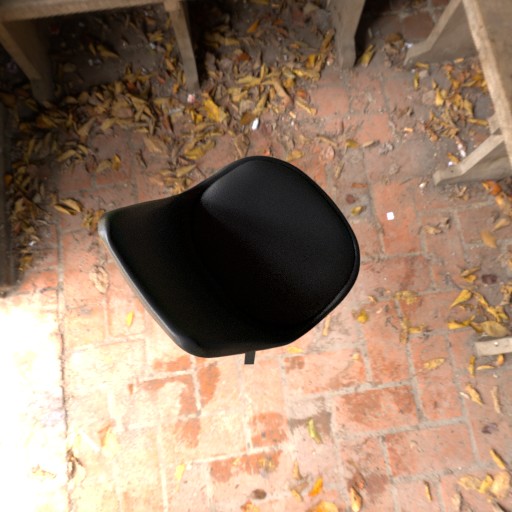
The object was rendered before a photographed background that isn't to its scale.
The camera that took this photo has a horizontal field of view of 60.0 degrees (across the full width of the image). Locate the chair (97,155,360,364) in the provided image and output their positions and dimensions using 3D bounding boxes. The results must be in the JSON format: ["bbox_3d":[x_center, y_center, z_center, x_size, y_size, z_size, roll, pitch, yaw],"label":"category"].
[{"bbox_3d":[0.000,0.000,1.200,0.530,0.850,0.485,-37,80,-8],"label":"chair"}]
